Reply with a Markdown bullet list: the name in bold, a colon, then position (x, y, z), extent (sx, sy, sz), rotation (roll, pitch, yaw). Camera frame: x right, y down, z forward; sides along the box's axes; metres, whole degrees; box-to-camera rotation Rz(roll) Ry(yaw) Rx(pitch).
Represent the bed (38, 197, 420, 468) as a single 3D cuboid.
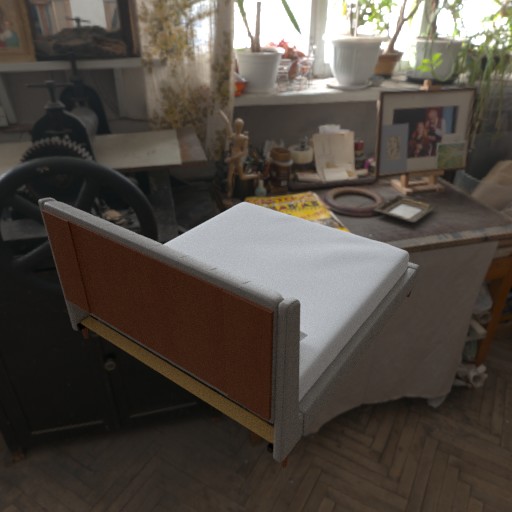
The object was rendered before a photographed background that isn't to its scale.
- **bed**: position (0.000, 0.000, 3.652), extent (2.062, 1.289, 2.342), rotation (21, 37, 30)
